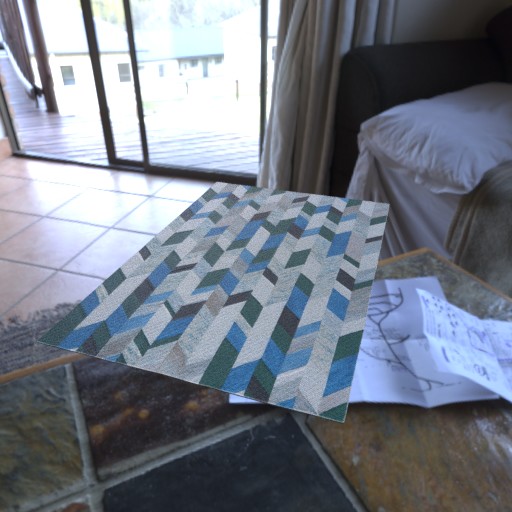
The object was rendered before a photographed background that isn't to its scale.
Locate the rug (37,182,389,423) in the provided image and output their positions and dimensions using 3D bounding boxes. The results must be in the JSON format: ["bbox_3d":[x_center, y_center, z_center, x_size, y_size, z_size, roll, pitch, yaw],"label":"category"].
[{"bbox_3d":[0.000,0.000,2.330,1.229,0.005,1.827,10,32,16],"label":"rug"}]
